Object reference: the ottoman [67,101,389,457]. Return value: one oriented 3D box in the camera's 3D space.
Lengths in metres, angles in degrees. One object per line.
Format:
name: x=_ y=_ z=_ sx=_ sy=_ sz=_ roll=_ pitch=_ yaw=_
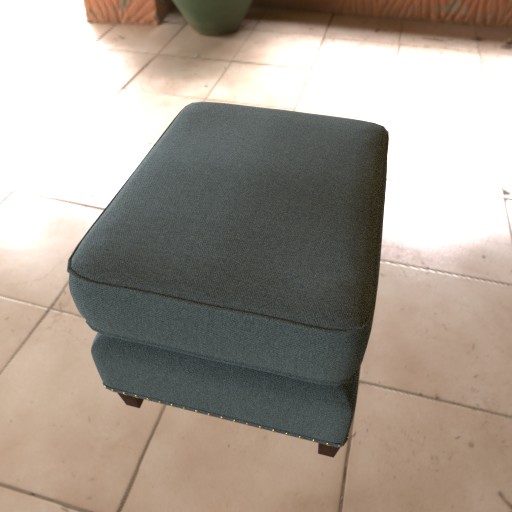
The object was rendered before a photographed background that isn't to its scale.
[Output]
ottoman: x=0.000 y=0.000 z=1.133 sx=0.589 sy=0.537 sz=0.738 roll=10 pitch=46 yaw=10
